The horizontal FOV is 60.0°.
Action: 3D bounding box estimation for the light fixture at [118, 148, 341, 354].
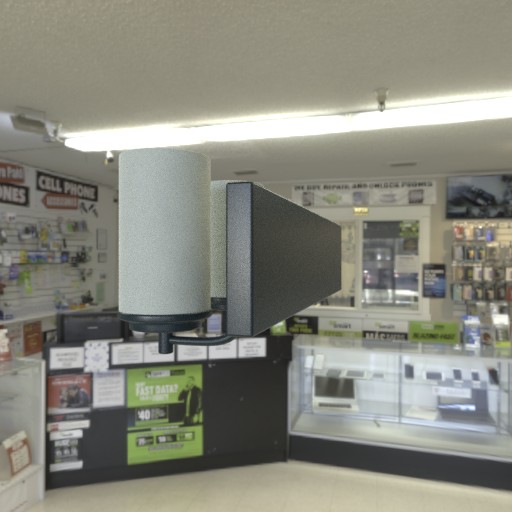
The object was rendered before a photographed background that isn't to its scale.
[{"bbox_3d":[0.000,0.000,0.533,0.145,0.172,0.451,0,0,18],"label":"light fixture"}]
